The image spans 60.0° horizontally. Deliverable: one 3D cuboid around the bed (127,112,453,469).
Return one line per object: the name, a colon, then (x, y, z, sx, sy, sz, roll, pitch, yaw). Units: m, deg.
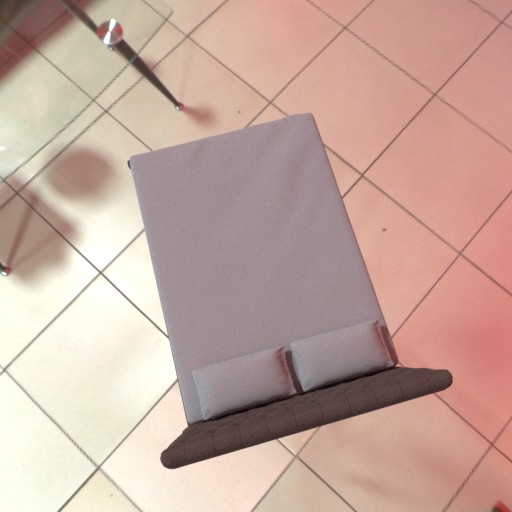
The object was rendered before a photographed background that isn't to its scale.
bed: (0.000, 0.000, 3.376, 1.698, 1.427, 2.387, -15, 77, -4)
